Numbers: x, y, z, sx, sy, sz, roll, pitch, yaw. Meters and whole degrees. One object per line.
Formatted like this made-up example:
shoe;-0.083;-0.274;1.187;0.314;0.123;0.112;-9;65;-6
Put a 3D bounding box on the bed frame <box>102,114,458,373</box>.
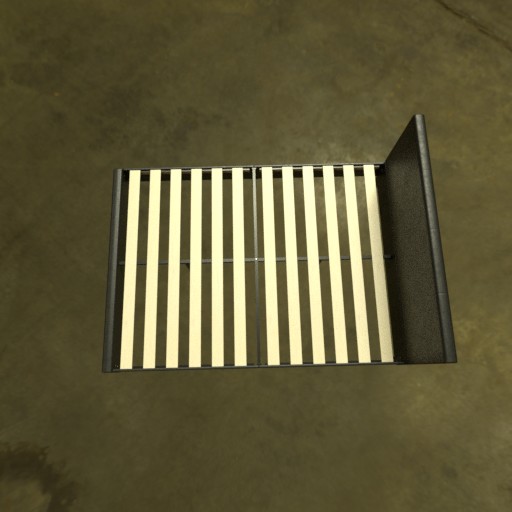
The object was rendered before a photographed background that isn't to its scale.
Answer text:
bed frame;0.000;0.000;3.316;2.318;1.127;1.634;-1;76;0
